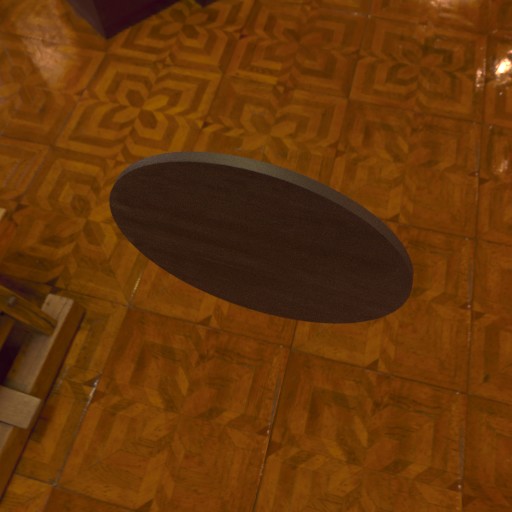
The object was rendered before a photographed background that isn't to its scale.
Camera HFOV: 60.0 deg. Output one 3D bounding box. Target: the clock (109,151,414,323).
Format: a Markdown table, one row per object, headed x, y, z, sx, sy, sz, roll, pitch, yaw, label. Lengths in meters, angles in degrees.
| x | y | z | sx | sy | sz | roll | pitch | yaw | label |
| --- | --- | --- | --- | --- | --- | --- | --- | --- | --- |
| 0.000 | 0.000 | 0.882 | 0.595 | 0.595 | 0.029 | 15 | 65 | 7 | clock |
